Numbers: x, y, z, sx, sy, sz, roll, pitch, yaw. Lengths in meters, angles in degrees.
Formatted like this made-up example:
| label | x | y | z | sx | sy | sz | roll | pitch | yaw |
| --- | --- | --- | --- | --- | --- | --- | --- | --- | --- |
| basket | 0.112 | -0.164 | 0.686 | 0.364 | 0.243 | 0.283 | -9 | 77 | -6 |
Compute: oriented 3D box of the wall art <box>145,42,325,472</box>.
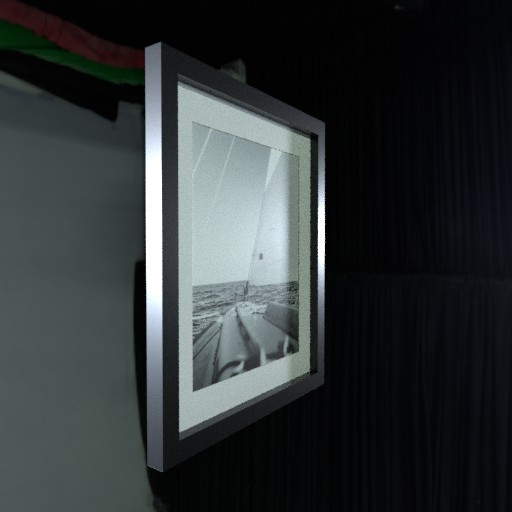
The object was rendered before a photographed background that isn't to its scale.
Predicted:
| label | x | y | z | sx | sy | sz | roll | pitch | yaw |
| --- | --- | --- | --- | --- | --- | --- | --- | --- | --- |
| wall art | 0.000 | 0.000 | 0.771 | 0.031 | 0.558 | 0.461 | 1 | 2 | 36 |
